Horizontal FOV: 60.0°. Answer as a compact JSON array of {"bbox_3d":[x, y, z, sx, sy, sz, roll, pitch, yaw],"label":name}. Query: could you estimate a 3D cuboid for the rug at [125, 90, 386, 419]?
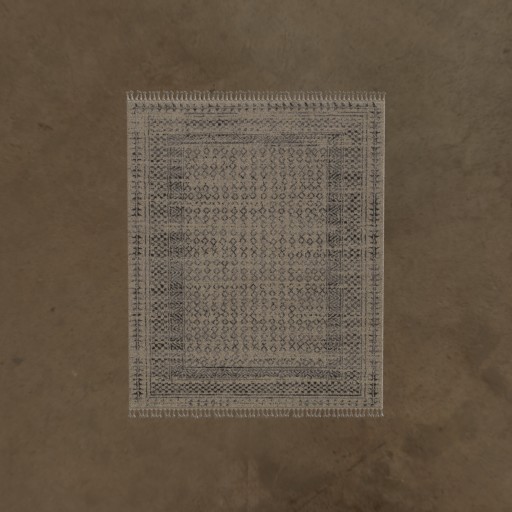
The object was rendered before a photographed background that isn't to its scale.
[{"bbox_3d":[0.000,0.000,3.963,2.312,0.013,2.940,0,91,0],"label":"rug"}]
